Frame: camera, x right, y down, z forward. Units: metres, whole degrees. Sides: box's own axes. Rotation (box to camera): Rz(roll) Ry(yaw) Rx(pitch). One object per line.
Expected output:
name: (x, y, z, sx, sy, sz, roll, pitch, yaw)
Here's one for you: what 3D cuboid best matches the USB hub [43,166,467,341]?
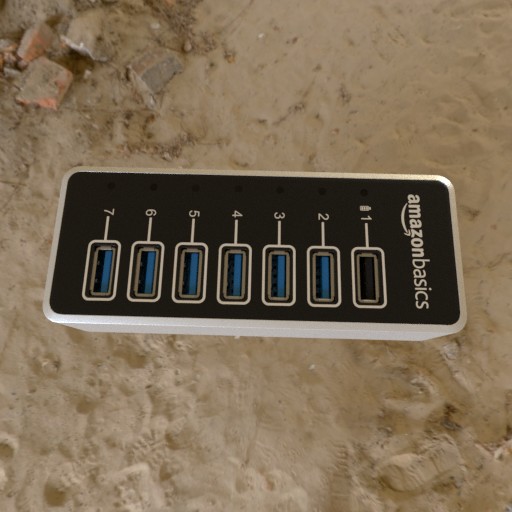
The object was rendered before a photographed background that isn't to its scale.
USB hub: (0.000, 0.000, 0.129, 0.110, 0.023, 0.044, 2, 74, 0)
